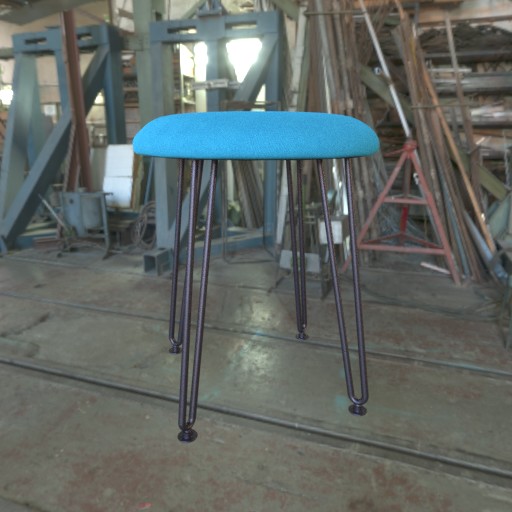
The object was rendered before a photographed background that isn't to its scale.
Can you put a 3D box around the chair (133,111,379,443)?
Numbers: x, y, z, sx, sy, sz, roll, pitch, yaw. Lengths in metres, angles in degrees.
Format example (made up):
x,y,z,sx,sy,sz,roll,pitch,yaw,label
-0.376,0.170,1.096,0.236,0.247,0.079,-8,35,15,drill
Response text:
x,y,z,sx,sy,sz,roll,pitch,yaw,label
0.000,0.000,0.697,0.350,0.430,0.350,-7,17,-24,chair
